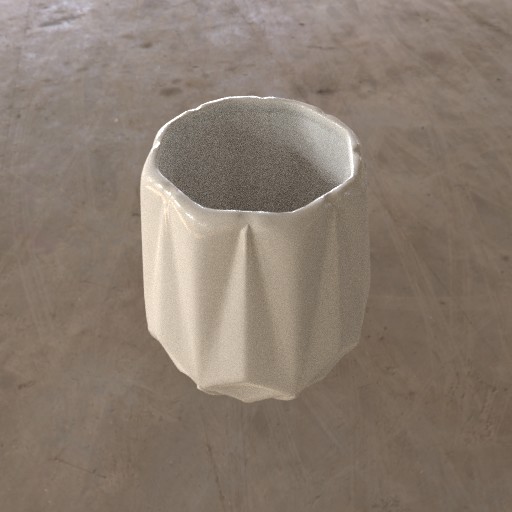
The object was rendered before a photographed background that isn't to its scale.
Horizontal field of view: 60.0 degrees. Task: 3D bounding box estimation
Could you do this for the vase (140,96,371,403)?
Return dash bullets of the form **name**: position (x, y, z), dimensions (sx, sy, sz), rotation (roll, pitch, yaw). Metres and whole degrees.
- **vase**: position (0.000, 0.000, 0.263), dimensions (0.141, 0.152, 0.141), rotation (0, 48, 0)
